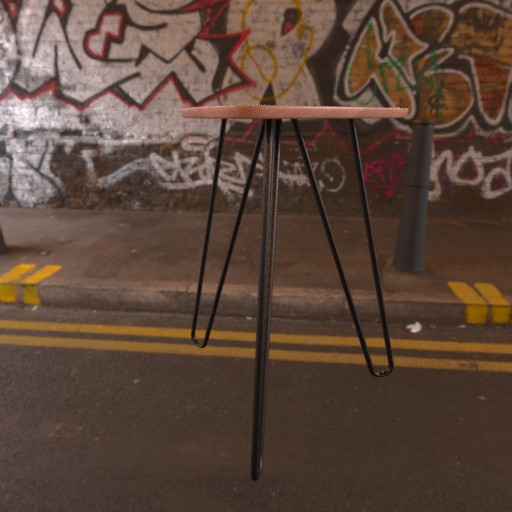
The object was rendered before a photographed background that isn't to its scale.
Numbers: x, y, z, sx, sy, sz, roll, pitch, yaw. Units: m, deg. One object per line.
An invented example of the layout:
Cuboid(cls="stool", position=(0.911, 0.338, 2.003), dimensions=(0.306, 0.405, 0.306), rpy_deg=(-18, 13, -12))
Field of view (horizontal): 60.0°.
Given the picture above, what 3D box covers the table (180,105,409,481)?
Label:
Cuboid(cls="table", position=(0.000, 0.000, 0.893), dimensions=(0.455, 0.564, 0.442), rpy_deg=(17, 24, 42))
